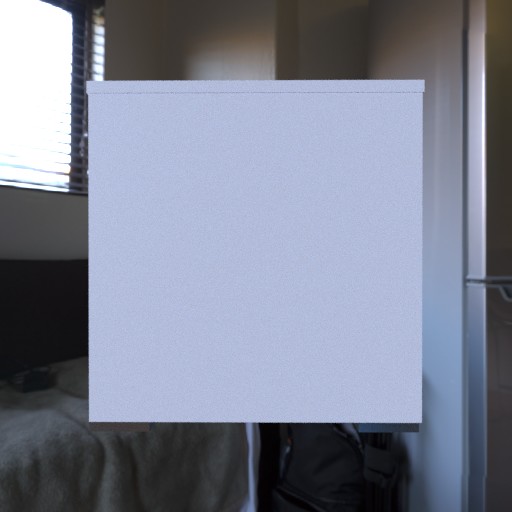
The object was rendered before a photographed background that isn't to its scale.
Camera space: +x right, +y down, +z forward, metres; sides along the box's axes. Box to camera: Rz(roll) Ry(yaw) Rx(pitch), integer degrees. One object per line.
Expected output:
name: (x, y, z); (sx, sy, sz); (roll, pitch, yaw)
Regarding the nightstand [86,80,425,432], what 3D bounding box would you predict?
nightstand: (0.000, 0.000, 0.742); (0.441, 0.460, 0.325); (0, 0, 0)
